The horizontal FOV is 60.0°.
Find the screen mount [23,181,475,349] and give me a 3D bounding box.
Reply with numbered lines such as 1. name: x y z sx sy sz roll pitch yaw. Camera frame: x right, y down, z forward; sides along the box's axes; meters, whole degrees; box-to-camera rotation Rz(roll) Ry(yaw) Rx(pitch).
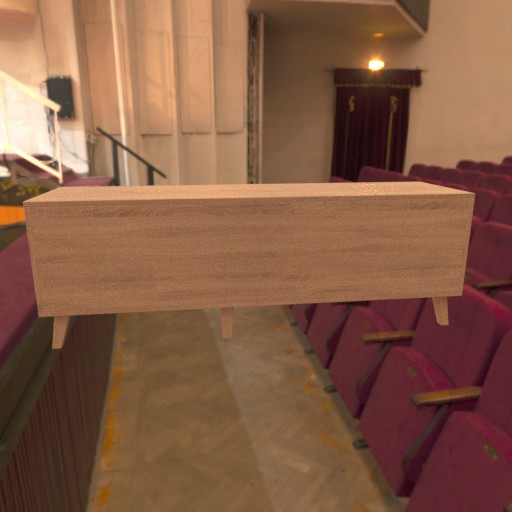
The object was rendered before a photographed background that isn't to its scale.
1. screen mount: 0.000 0.000 1.717 1.500 0.510 0.400 -2 16 -7
